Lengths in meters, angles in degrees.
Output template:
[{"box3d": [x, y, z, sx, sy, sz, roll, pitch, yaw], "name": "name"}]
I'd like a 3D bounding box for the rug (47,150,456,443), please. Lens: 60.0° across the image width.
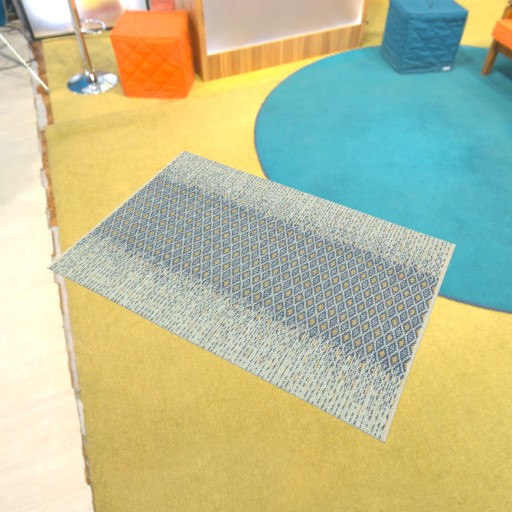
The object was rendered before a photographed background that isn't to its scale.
[{"box3d": [0.000, 0.000, 2.373, 1.828, 0.005, 1.219, 23, 51, 19], "name": "rug"}]
